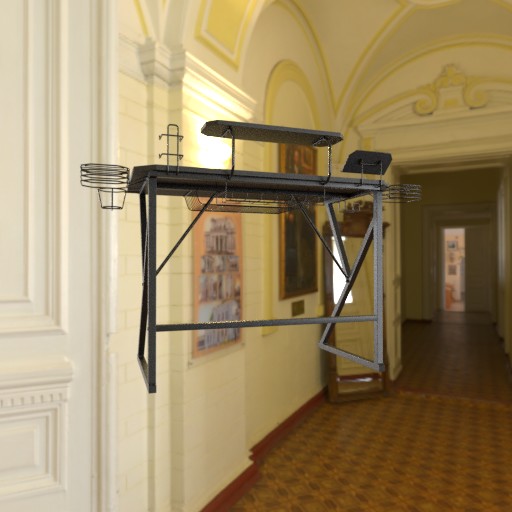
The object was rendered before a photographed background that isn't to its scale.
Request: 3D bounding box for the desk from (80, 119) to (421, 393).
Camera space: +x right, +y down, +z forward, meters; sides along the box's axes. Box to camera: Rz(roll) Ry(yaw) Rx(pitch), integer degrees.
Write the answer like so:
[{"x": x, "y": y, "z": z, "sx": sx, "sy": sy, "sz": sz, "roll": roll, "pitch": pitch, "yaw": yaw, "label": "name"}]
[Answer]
[{"x": 0.000, "y": 0.000, "z": 1.766, "sx": 1.290, "sy": 0.880, "sz": 0.580, "roll": 0, "pitch": -1, "yaw": -19, "label": "desk"}]
